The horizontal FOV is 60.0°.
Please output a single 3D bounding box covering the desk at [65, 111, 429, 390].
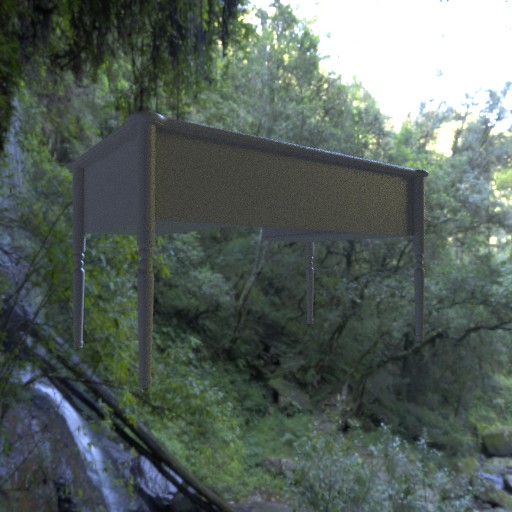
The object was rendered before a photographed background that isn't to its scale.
[{"bbox_3d":[0.000,0.000,1.896,1.380,0.762,0.807,1,-1,-36],"label":"desk"}]
